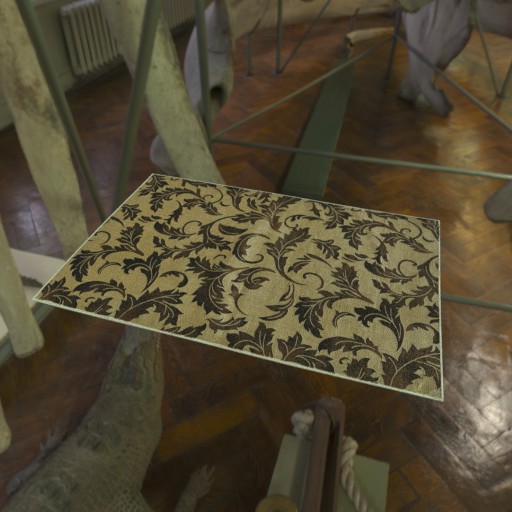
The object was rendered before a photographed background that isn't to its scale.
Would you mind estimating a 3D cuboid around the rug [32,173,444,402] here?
[{"bbox_3d":[0.000,0.000,2.868,2.284,0.008,1.522,11,42,13],"label":"rug"}]
